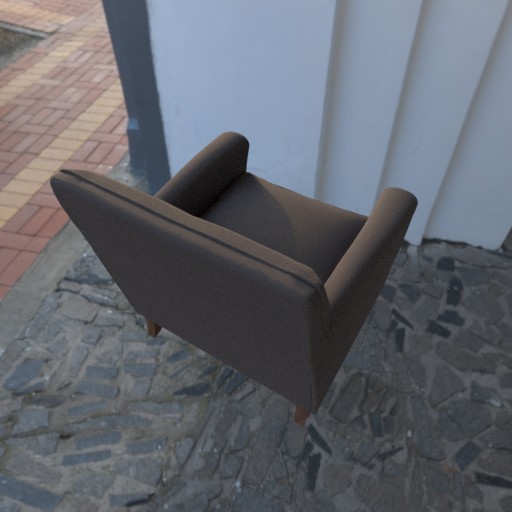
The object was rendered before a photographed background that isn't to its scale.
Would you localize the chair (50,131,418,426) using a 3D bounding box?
[{"bbox_3d":[0.000,0.000,1.571,0.836,0.911,0.831,24,51,21],"label":"chair"}]
